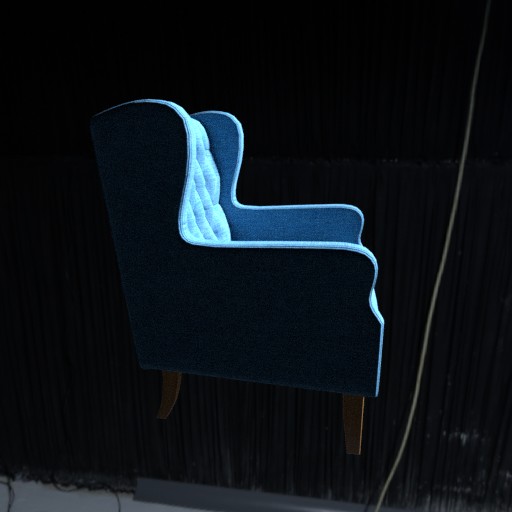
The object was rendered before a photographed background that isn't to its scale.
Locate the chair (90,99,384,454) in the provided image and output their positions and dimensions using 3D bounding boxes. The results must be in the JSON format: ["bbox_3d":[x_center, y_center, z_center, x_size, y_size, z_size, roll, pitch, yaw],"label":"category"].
[{"bbox_3d":[0.000,0.000,1.481,0.775,0.952,0.711,3,16,10],"label":"chair"}]
